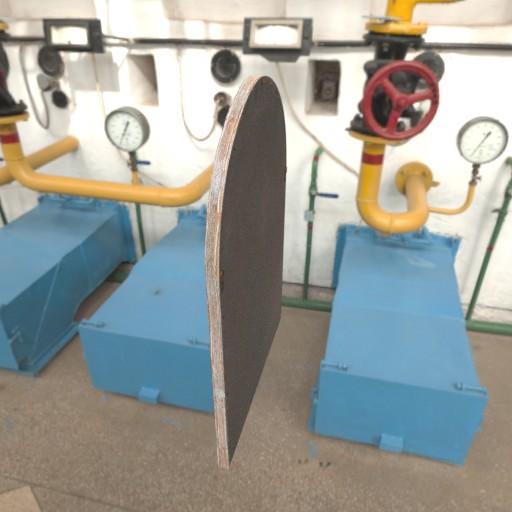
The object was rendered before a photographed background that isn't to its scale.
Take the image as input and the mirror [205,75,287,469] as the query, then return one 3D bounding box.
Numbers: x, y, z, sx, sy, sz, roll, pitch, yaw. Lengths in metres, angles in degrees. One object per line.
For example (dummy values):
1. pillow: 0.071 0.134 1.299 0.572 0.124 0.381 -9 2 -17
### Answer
1. mirror: 0.000 0.000 1.213 0.032 0.920 0.660 8 31 13
